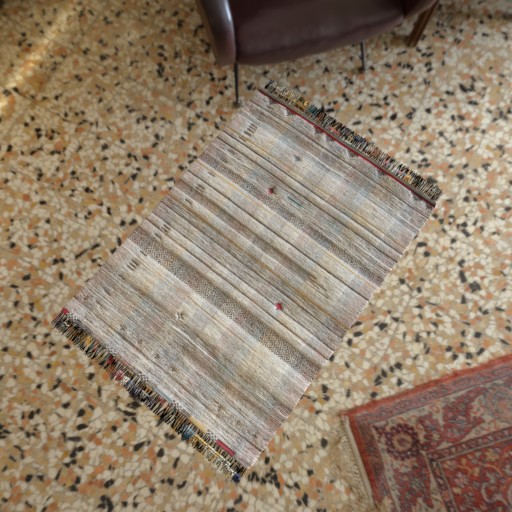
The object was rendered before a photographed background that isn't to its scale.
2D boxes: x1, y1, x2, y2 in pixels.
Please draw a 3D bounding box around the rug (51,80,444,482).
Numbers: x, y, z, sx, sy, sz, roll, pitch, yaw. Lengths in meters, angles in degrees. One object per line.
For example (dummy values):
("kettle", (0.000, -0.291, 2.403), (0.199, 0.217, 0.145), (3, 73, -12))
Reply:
("rug", (0.000, 0.000, 2.318), (1.217, 0.012, 1.848), (37, 78, 9))
